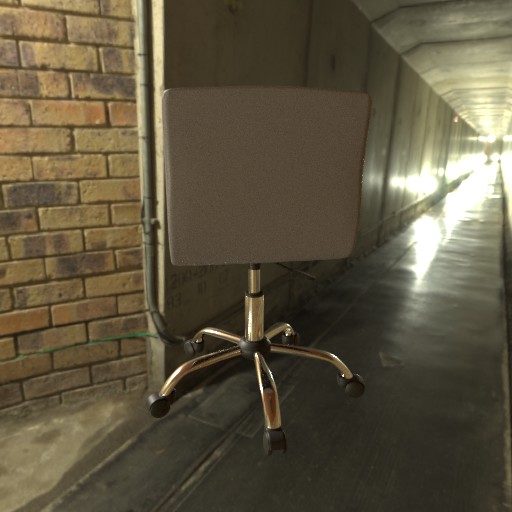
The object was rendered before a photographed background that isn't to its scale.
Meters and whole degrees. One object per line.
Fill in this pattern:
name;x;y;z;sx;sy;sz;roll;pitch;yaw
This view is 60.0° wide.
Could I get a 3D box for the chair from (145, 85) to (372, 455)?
chair;0.000;0.000;1.095;0.569;0.750;0.542;-2;15;-9
